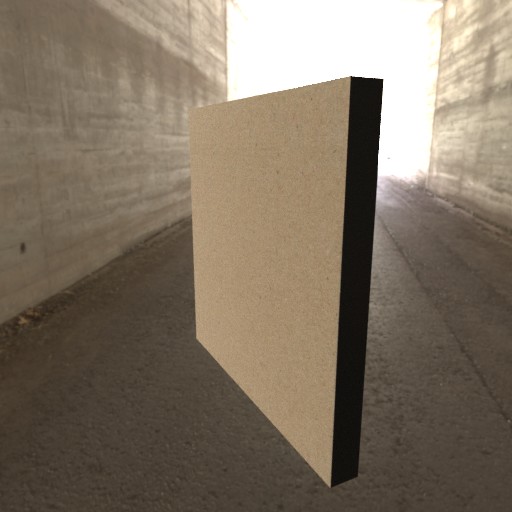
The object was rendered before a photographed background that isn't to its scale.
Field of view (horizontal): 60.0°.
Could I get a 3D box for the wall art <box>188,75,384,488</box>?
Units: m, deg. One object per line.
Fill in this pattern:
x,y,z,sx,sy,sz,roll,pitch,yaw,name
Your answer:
0.000,0.000,0.474,0.029,0.318,0.327,-7,16,-26,wall art
